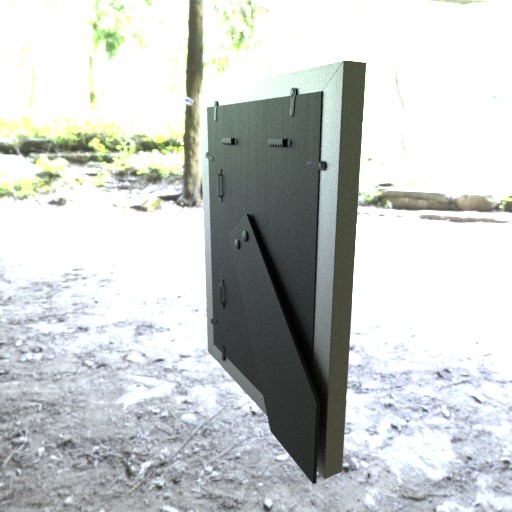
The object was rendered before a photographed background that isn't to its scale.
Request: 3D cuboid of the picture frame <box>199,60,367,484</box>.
[{"bbox_3d":[0.000,0.000,0.523,0.036,0.386,0.307,-8,17,-27],"label":"picture frame"}]
